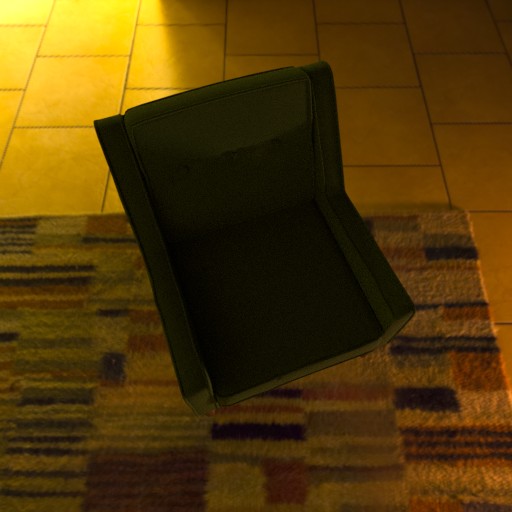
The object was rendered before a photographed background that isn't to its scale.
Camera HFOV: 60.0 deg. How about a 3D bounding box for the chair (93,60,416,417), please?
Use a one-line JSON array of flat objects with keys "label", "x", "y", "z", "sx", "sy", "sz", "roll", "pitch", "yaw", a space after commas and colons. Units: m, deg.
[{"label": "chair", "x": 0.000, "y": 0.000, "z": 1.345, "sx": 0.663, "sy": 0.792, "sz": 0.743, "roll": -18, "pitch": 64, "yaw": -9}]
